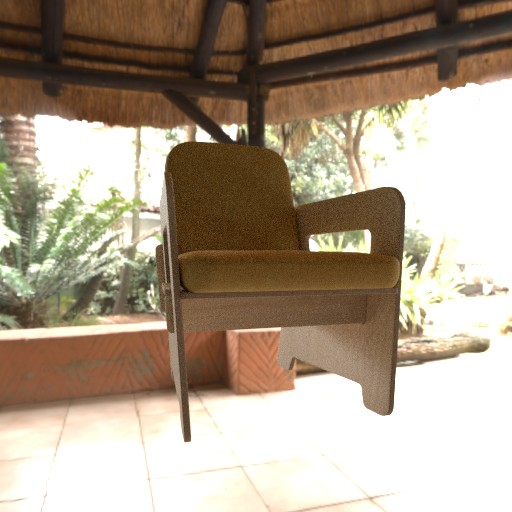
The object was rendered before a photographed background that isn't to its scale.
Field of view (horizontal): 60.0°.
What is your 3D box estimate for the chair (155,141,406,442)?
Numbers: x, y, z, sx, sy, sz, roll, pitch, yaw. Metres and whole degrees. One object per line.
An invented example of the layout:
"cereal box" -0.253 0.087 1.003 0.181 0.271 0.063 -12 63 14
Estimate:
"chair" 0.000 0.000 1.284 0.590 0.800 0.710 0 -1 -19
